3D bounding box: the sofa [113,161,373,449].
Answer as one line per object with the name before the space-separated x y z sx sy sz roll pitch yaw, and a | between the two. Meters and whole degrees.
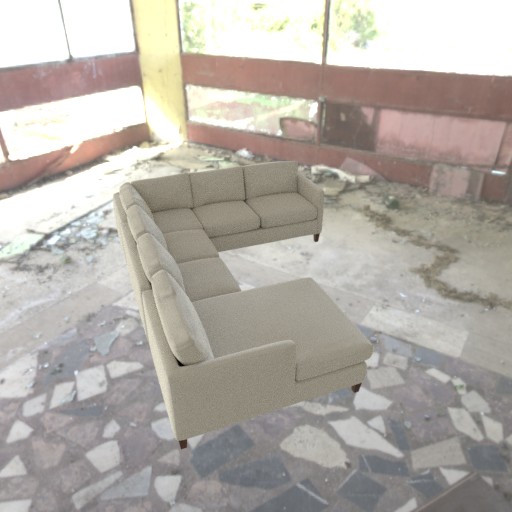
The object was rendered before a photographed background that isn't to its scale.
sofa | 0.000 0.000 4.739 2.593 0.956 3.459 -11 32 -18
